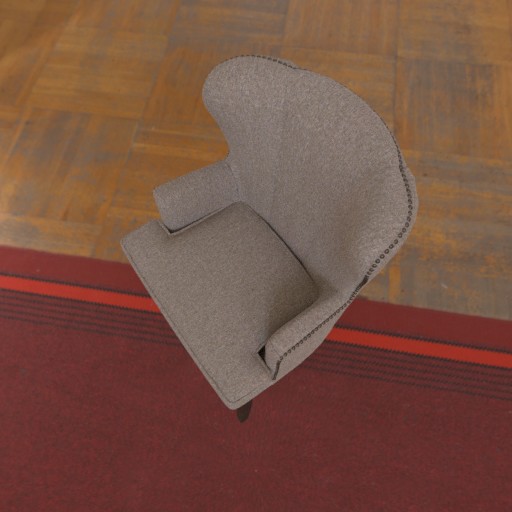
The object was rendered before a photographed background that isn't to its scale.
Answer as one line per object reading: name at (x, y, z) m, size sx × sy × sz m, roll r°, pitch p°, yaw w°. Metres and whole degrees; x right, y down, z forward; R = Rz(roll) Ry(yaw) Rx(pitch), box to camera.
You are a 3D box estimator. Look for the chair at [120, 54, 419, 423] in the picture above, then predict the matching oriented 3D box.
chair at (0.000, 0.000, 1.579) m, size 0.758 × 1.060 × 0.759 m, roll -33°, pitch 69°, yaw -15°
